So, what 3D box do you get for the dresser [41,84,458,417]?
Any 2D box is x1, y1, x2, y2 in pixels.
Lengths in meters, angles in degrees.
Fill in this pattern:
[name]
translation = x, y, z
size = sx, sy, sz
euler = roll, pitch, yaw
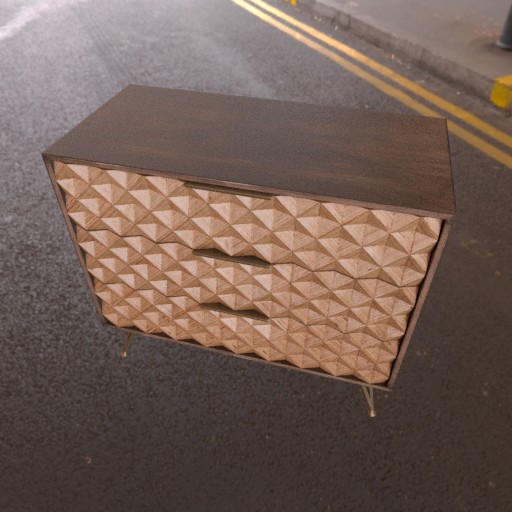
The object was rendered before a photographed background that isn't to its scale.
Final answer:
[dresser]
translation = 0.000, 0.000, 1.367
size = 0.923, 0.801, 0.453
euler = 10, 43, 11
